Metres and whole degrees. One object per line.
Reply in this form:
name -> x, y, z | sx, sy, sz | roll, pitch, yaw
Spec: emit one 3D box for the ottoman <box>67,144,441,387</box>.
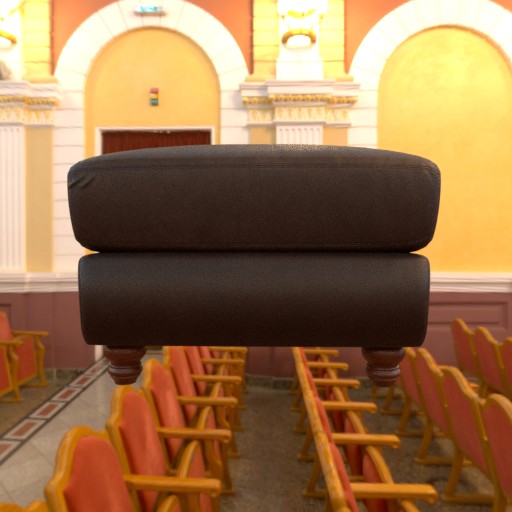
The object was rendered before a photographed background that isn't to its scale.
ottoman -> 0.000, 0.000, 1.241 | 0.806, 0.569, 0.670 | 0, 1, 2
